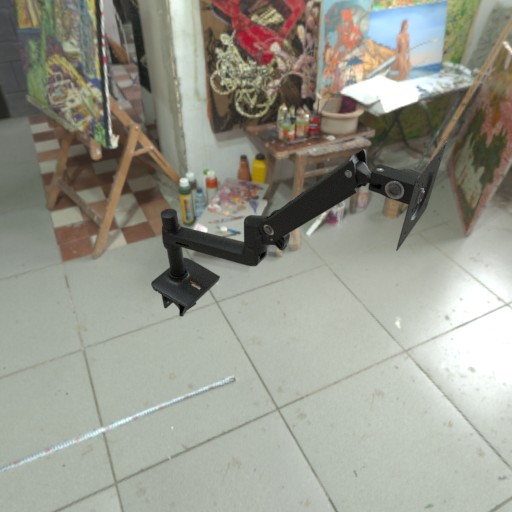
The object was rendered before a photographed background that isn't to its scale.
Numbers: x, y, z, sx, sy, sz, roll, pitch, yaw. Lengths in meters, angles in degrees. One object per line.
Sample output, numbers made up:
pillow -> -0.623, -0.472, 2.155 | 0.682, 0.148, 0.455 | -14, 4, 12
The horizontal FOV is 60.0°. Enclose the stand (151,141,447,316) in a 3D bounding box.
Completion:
stand -> 0.000, 0.000, 1.041 | 0.650, 0.713, 0.152 | 24, 47, 25
